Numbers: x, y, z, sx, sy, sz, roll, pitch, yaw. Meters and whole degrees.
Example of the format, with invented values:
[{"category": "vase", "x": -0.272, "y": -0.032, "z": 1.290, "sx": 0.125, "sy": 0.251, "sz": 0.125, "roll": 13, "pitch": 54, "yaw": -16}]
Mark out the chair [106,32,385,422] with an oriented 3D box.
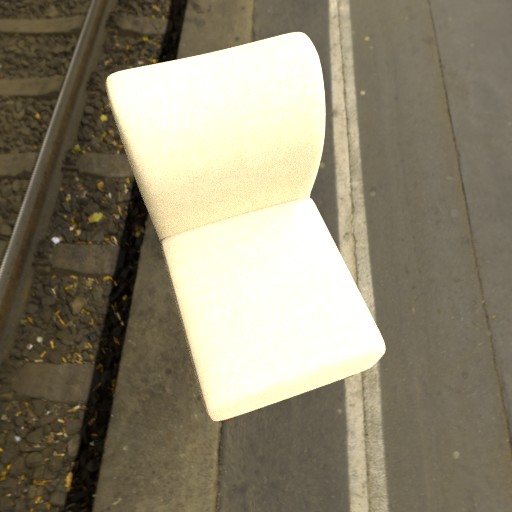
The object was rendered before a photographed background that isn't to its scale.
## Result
[{"category": "chair", "x": 0.000, "y": 0.000, "z": 1.280, "sx": 0.521, "sy": 0.833, "sz": 0.754, "roll": -17, "pitch": 64, "yaw": -8}]
